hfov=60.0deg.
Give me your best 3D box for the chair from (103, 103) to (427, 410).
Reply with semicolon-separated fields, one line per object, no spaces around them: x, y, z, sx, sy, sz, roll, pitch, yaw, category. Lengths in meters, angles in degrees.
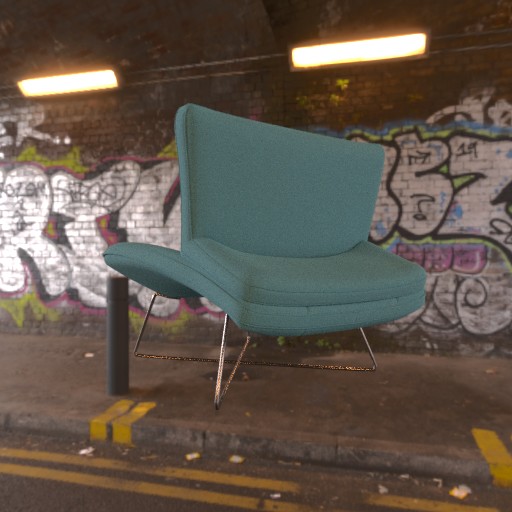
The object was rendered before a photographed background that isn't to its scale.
0.000;0.000;1.657;0.859;0.855;1.008;-1;1;-36;chair
